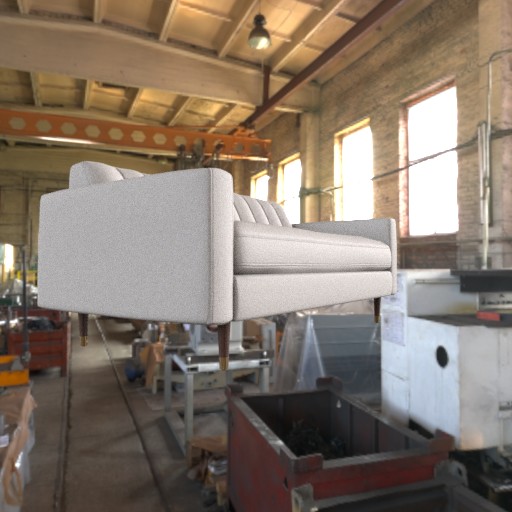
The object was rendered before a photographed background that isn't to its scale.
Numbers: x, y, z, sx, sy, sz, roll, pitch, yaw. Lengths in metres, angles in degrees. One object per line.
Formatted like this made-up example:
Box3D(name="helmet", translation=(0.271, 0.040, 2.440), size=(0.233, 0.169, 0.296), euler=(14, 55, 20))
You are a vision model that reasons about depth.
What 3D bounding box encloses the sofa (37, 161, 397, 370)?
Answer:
Box3D(name="sofa", translation=(0.000, 0.000, 2.365), size=(0.969, 0.814, 1.895), euler=(-1, -2, 35))
